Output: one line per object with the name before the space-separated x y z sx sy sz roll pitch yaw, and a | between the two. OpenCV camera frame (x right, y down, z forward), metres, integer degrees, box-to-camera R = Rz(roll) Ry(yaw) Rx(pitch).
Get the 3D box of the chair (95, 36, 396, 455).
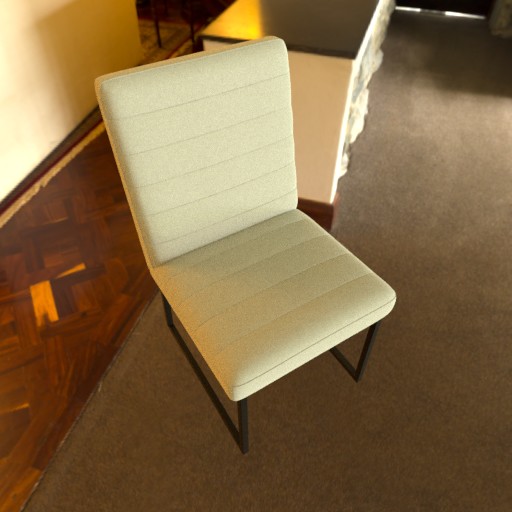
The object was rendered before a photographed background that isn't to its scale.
chair | 0.000 0.000 1.250 0.520 0.930 0.634 -24 50 -22
